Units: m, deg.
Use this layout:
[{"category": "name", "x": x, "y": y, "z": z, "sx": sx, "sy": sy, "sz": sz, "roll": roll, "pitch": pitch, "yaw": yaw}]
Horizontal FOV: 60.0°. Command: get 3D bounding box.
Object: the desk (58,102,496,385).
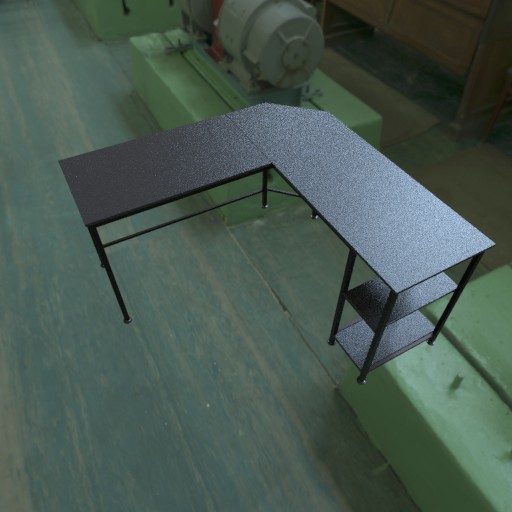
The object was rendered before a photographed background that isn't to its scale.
[{"category": "desk", "x": 0.000, "y": 0.000, "z": 2.185, "sx": 1.379, "sy": 0.739, "sz": 1.379, "roll": -22, "pitch": 51, "yaw": -19}]
